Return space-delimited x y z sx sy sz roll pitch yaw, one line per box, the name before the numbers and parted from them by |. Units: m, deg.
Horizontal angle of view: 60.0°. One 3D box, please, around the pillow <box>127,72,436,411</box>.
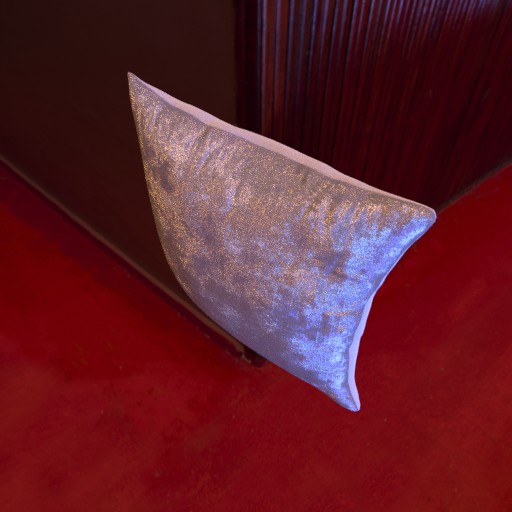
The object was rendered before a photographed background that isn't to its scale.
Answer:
pillow | 0.000 0.000 0.703 0.470 0.464 0.175 32 55 26
